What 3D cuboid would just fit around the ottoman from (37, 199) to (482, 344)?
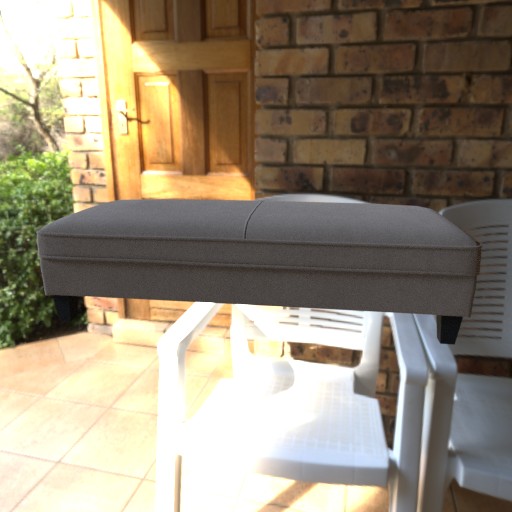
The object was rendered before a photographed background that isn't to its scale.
[{"bbox_3d":[0.000,0.000,2.035,1.726,0.460,0.735,2,16,8],"label":"ottoman"}]
